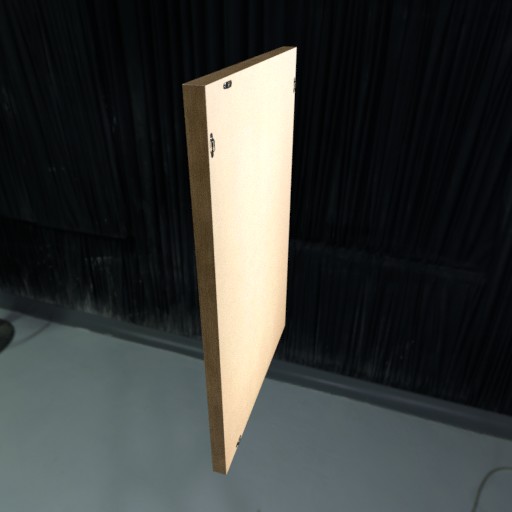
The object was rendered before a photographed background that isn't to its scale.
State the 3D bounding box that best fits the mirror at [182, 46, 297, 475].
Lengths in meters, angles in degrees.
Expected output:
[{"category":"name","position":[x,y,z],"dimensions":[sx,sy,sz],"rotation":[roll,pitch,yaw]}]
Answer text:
[{"category":"mirror","position":[0.000,0.000,1.126],"dimensions":[0.041,0.915,0.609],"rotation":[9,31,15]}]
